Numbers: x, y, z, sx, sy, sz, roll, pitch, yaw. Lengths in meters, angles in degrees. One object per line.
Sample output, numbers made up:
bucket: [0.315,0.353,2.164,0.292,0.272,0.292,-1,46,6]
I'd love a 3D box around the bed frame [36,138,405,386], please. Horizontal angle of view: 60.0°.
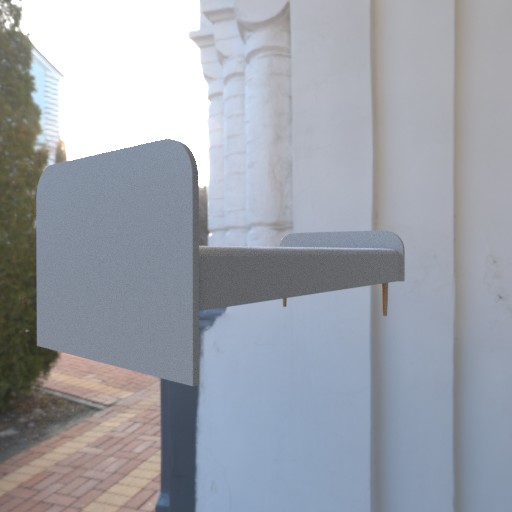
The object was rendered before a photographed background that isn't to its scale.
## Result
bed frame: [0.000,0.000,2.480,0.998,0.805,1.963,0,1,37]
